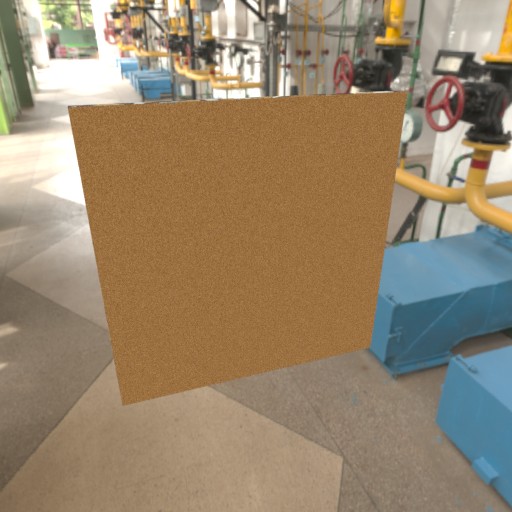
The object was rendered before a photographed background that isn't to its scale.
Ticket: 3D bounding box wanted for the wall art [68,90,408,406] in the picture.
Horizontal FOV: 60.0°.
[{"bbox_3d":[0.000,0.000,0.600,0.404,0.406,0.010,-9,28,-17],"label":"wall art"}]
